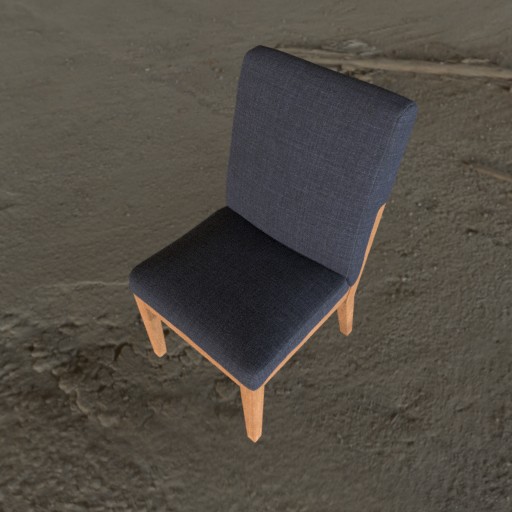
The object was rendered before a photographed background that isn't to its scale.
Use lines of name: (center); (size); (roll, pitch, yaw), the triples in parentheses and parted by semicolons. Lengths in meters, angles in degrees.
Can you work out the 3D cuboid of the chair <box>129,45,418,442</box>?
chair: (0.000, 0.000, 1.276); (0.507, 0.911, 0.586); (33, 56, 26)
